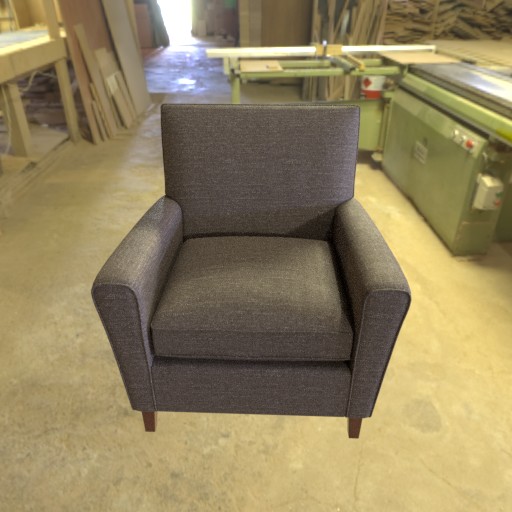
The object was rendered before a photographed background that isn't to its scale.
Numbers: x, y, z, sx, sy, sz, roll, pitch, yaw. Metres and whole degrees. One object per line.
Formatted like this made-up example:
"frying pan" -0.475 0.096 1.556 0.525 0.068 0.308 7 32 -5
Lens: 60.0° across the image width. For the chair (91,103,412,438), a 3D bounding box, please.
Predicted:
"chair" 0.000 0.000 1.584 0.838 0.885 0.875 1 31 2
